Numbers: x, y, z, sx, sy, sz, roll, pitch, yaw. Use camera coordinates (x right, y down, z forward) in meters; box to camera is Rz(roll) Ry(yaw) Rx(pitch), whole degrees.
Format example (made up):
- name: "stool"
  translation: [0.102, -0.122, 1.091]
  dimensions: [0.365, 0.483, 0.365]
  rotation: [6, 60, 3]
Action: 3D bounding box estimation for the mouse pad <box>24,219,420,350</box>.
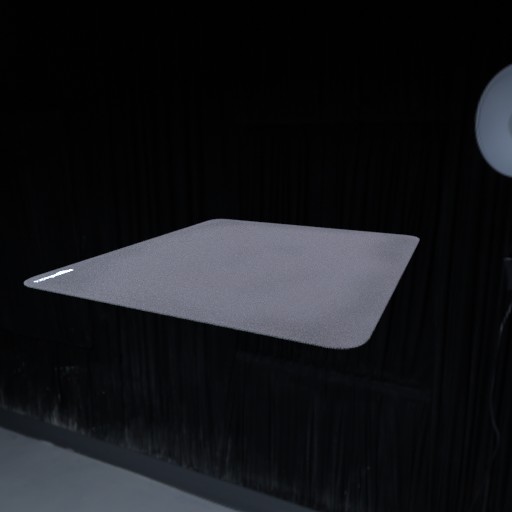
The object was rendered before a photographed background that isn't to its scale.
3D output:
- name: "mouse pad"
  translation: [0.000, 0.000, 0.617]
  dimensions: [0.393, 0.002, 0.451]
  rotation: [7, 17, 24]
